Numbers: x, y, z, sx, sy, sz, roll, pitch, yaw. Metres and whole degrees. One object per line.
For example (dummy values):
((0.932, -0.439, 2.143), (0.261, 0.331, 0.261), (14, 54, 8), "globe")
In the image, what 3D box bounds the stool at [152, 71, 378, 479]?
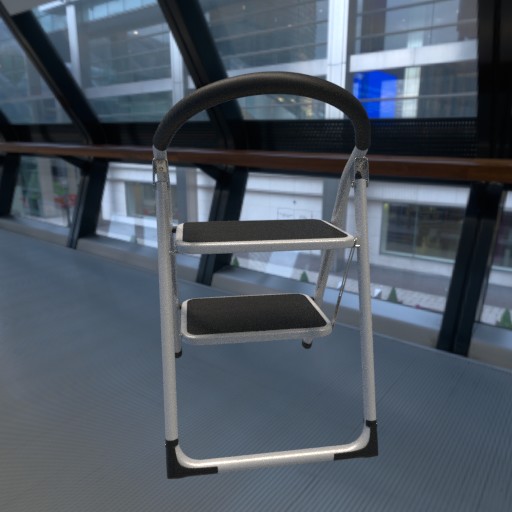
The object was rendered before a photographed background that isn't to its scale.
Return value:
((0.000, 0.000, 1.073), (0.453, 0.760, 0.559), (-2, 14, -9), "stool")
